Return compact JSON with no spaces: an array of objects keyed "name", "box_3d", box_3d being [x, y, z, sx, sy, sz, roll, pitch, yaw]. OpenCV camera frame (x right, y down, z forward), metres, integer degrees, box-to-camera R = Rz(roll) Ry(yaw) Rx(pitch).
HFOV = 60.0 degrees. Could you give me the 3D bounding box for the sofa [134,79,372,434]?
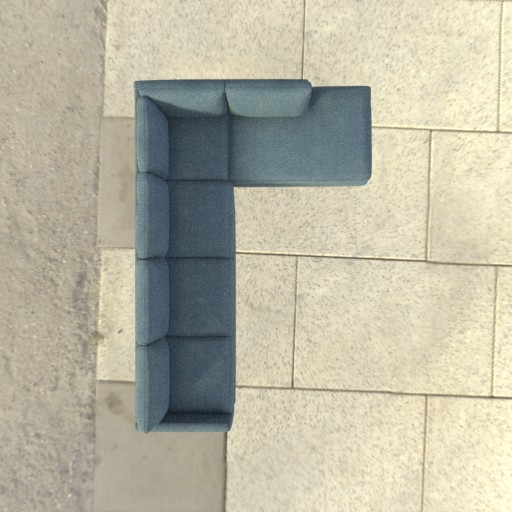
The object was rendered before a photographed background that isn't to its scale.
[{"name":"sofa","box_3d":[0.000,0.000,3.824,2.007,0.815,2.949,0,90,1]}]
